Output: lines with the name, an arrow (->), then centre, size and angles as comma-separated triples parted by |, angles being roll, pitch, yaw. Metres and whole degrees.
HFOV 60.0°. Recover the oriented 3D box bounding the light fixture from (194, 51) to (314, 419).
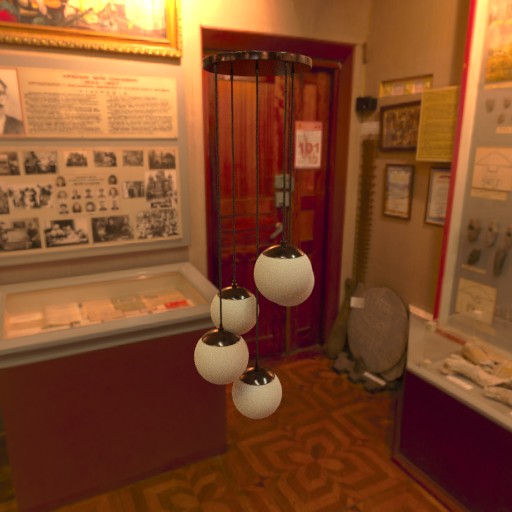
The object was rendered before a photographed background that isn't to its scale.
light fixture -> 0.000, 0.000, 1.562 | 0.484, 1.271, 0.489 | -7, 16, -24
